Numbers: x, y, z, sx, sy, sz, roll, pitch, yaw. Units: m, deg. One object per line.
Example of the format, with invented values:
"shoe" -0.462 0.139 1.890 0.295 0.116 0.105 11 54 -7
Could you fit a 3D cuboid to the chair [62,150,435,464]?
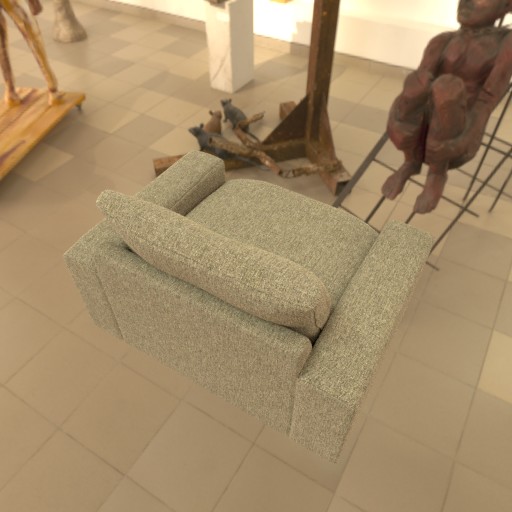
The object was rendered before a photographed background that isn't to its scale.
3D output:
"chair" 0.000 0.000 2.092 1.398 0.915 1.039 23 51 21
